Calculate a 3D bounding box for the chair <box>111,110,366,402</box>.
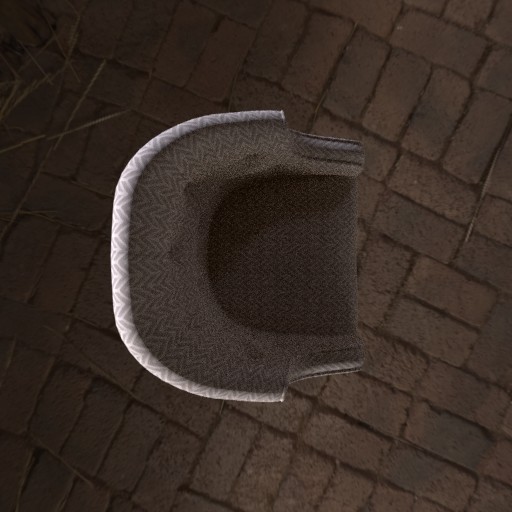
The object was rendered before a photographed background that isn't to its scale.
[{"bbox_3d":[0.000,0.000,1.323,0.613,0.858,0.686,0,90,0],"label":"chair"}]
